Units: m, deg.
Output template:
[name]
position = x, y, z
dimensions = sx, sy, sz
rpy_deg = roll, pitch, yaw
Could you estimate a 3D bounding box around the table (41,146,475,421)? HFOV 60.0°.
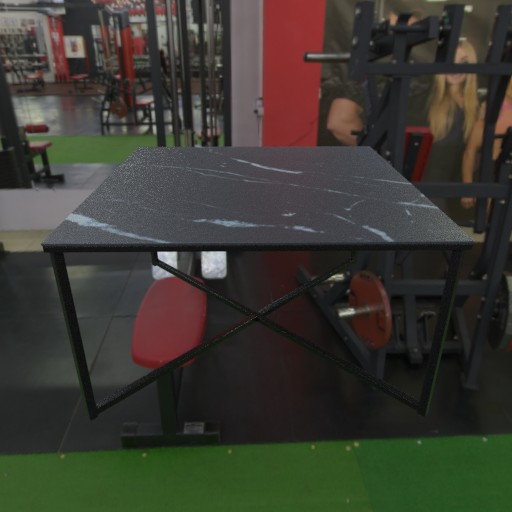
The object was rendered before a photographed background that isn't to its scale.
[table]
position = 0.000, 0.000, 1.273
dimensions = 0.800, 0.450, 0.800
rpy_deg = 0, 26, -1
